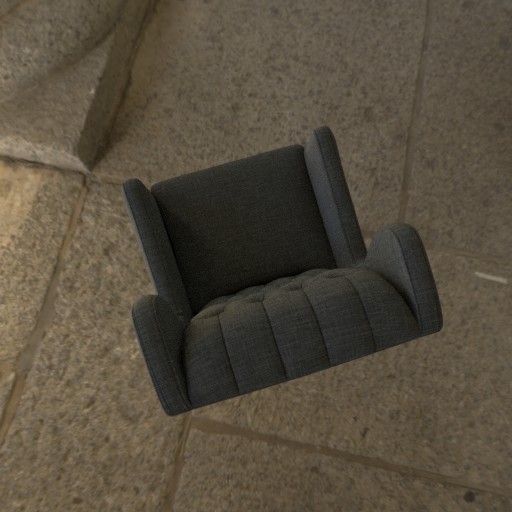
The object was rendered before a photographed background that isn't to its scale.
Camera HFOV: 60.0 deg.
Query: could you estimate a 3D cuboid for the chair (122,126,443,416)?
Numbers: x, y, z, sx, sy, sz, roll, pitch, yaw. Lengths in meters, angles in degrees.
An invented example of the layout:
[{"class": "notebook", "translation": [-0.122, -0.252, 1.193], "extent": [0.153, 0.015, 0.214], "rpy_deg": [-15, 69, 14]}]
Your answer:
[{"class": "chair", "translation": [0.000, 0.000, 1.446], "extent": [0.711, 0.953, 0.775], "rpy_deg": [-16, 76, -4]}]
